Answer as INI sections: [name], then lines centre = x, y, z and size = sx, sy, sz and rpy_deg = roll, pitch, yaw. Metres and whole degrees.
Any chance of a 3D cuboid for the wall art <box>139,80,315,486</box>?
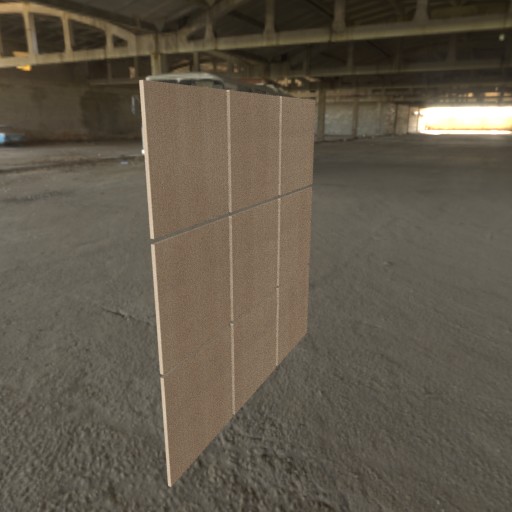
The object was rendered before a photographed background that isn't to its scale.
[wall art]
centre = 0.000, 0.000, 1.767
size = 0.013, 1.218, 1.219
rpy_deg = 8, 19, 26
